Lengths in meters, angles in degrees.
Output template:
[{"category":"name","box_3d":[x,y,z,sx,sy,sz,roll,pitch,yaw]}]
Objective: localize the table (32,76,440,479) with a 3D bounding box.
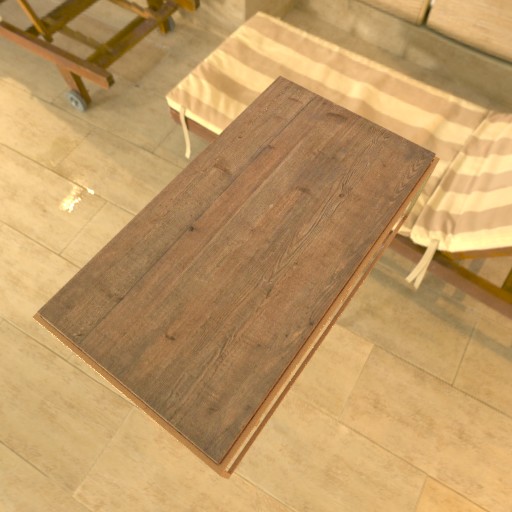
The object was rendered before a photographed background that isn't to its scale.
[{"category":"table","box_3d":[0.000,0.000,1.759,0.775,0.468,1.387,33,67,16]}]
